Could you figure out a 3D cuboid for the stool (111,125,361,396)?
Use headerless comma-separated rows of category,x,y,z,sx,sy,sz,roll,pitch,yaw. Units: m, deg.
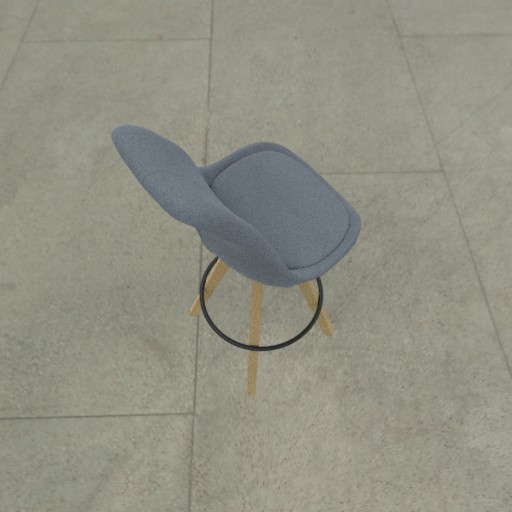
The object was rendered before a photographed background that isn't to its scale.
stool,0.000,0.000,1.394,0.550,1.115,0.485,-33,64,-18
